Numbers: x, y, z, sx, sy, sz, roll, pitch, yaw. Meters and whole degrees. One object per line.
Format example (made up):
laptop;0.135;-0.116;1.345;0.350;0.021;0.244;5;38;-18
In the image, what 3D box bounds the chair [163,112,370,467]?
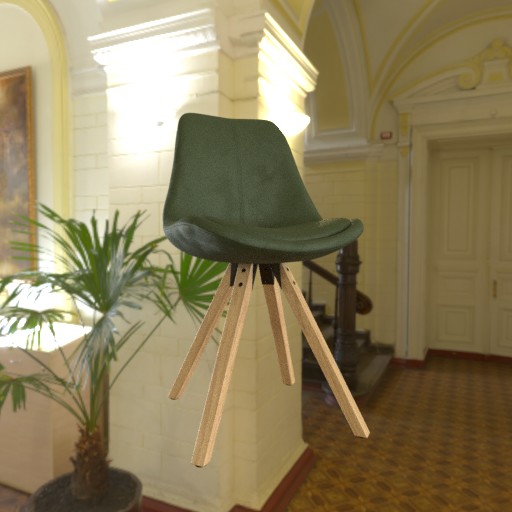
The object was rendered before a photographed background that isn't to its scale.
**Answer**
chair;0.000;0.000;1.188;0.483;0.865;0.547;-1;2;-20
